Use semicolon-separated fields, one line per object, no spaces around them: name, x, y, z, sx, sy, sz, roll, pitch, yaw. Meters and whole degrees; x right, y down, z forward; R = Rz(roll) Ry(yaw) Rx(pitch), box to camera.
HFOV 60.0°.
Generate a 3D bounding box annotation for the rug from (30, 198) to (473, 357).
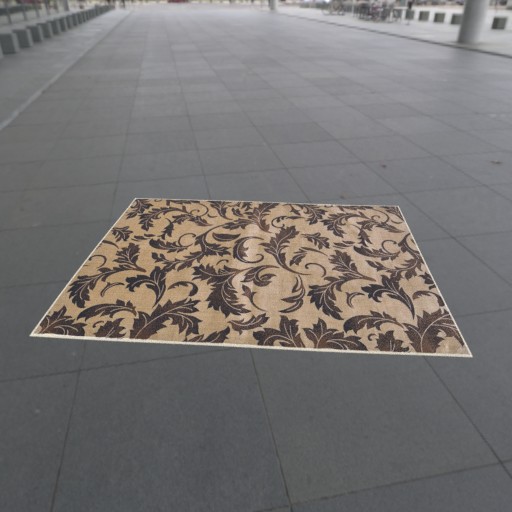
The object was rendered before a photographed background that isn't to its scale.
rug;0.000;0.000;3.960;2.977;0.008;2.380;2;31;3
